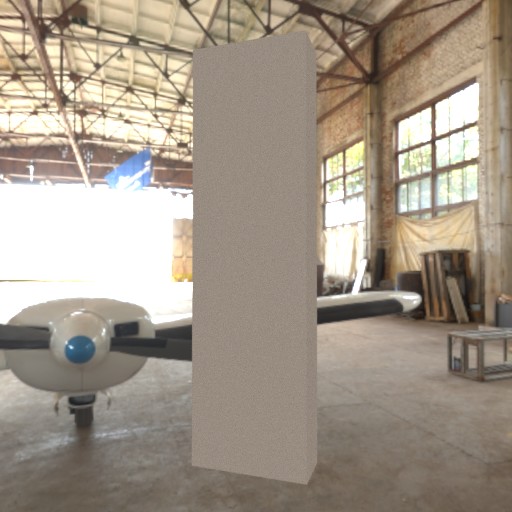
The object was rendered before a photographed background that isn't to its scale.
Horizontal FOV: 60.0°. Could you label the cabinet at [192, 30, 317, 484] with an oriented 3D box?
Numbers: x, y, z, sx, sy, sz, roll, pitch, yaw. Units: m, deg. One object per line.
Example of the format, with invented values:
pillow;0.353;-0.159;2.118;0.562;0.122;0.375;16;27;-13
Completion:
cabinet;0.000;0.000;1.936;0.500;1.790;0.230;0;-1;19
